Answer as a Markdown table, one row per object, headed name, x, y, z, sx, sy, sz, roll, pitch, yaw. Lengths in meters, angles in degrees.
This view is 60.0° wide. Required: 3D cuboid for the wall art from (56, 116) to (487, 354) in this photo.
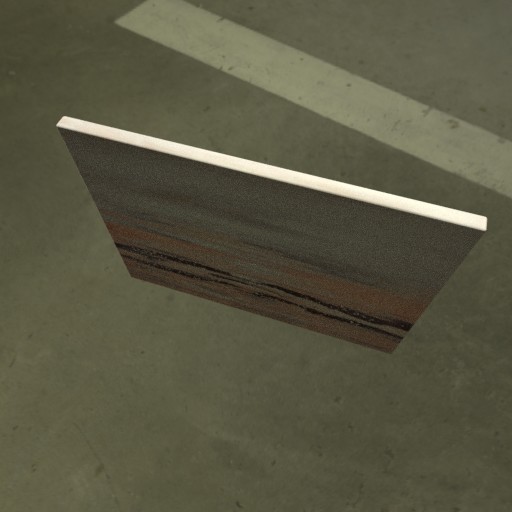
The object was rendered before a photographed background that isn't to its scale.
| name | x | y | z | sx | sy | sz | roll | pitch | yaw |
| --- | --- | --- | --- | --- | --- | --- | --- | --- | --- |
| wall art | 0.000 | 0.000 | 1.331 | 1.015 | 0.763 | 0.038 | 15 | 60 | 9 |
